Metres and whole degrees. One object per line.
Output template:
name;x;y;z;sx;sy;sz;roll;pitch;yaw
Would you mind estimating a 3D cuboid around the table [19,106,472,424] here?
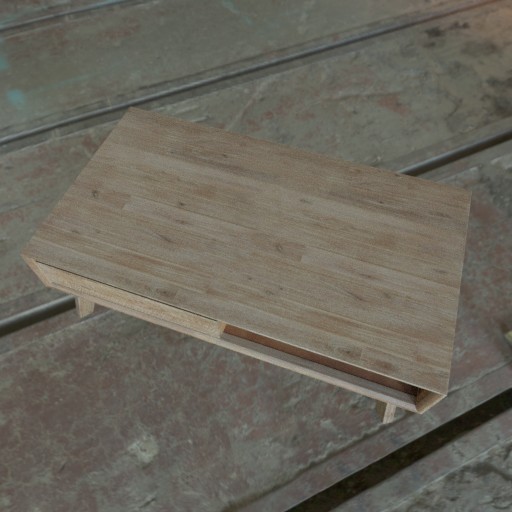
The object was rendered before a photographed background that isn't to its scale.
table;0.000;0.000;2.017;1.619;0.531;0.918;17;59;10
